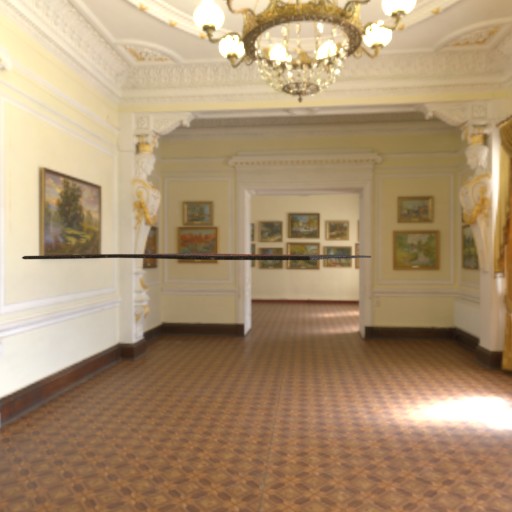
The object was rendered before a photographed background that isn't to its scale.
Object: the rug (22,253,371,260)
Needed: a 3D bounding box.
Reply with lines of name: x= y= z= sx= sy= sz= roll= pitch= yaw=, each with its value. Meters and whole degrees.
rug: x=0.000 y=0.000 z=3.481 sx=1.522 sy=0.034 sz=3.032 roll=0 pitch=0 yaw=19
